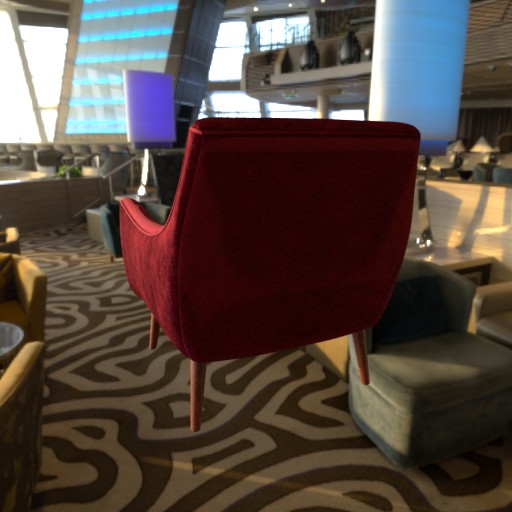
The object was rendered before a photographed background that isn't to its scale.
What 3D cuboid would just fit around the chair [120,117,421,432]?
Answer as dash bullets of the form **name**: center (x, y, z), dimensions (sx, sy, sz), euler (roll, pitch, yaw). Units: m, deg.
- **chair**: center (0.000, 0.000, 1.462), dimensions (0.762, 0.838, 0.787), euler (-6, 16, -24)
